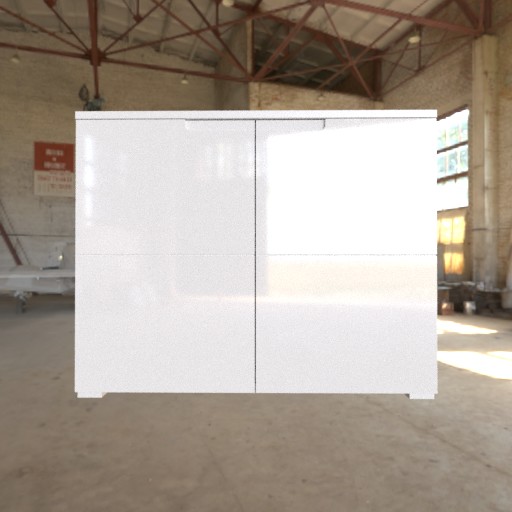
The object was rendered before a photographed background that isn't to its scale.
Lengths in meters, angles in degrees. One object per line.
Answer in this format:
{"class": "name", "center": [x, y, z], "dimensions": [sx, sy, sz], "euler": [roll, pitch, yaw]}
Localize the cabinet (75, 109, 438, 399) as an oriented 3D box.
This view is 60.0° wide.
{"class": "cabinet", "center": [0.000, 0.000, 1.420], "dimensions": [1.000, 0.800, 0.400], "euler": [0, -1, 1]}
